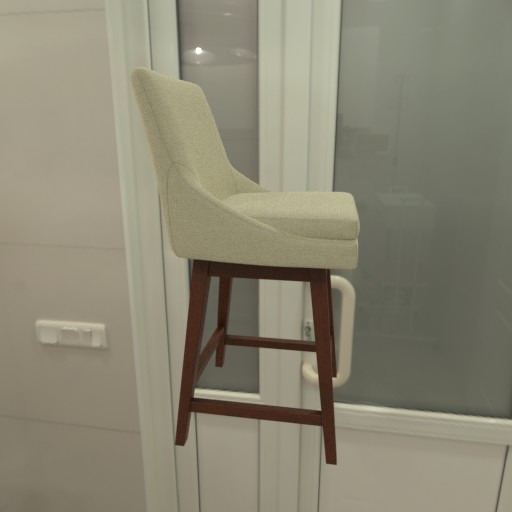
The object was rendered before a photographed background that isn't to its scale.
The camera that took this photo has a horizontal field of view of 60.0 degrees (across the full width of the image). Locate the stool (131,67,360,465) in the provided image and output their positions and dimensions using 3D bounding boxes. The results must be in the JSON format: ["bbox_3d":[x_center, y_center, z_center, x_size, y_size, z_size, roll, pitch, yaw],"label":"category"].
[{"bbox_3d":[0.000,0.000,1.294,0.559,0.991,0.469,3,16,10],"label":"stool"}]
